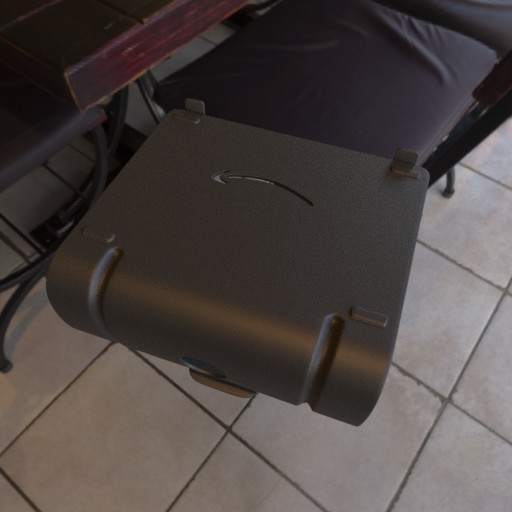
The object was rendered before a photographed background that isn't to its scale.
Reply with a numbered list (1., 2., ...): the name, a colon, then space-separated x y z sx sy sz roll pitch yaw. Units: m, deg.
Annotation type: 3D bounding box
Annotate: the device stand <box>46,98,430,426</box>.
1. device stand: 0.000 0.000 0.401 0.256 0.155 0.236 16 59 10
